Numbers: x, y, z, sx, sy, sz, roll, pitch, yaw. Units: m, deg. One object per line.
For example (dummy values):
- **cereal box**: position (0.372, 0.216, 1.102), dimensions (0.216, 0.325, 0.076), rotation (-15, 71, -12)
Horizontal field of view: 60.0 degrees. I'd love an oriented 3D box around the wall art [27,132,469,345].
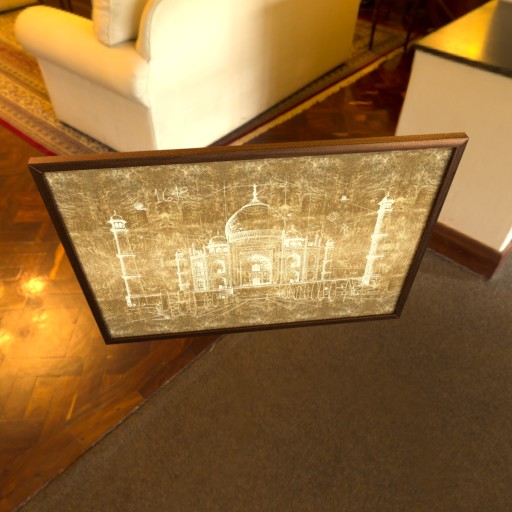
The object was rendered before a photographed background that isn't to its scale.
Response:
- **wall art**: position (0.000, 0.000, 0.542), dimensions (0.431, 0.304, 0.012), rotation (-4, 46, -4)
